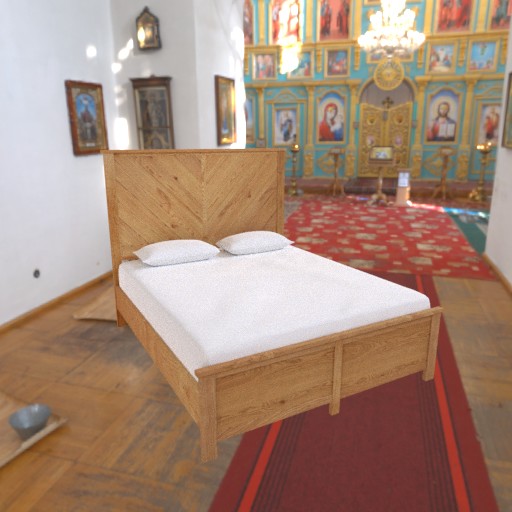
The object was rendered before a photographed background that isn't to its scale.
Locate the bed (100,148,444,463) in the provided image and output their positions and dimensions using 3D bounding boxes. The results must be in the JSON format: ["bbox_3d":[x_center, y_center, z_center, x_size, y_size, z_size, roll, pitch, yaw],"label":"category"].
[{"bbox_3d":[0.000,0.000,4.217,2.225,1.938,2.530,-8,17,-28],"label":"bed"}]
